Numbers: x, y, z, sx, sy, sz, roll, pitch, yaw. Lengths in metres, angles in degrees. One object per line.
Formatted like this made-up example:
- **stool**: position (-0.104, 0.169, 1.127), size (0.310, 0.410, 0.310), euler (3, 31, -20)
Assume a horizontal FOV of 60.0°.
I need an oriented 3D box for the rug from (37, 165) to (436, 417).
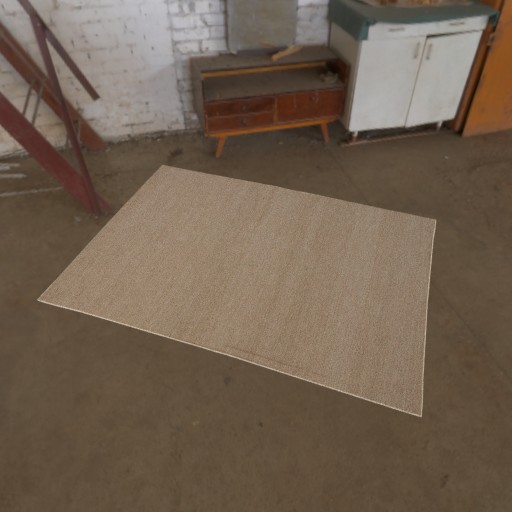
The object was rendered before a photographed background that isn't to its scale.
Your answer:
- **rug**: position (0.000, 0.000, 3.760), size (2.869, 0.038, 2.032), euler (14, 45, 14)
